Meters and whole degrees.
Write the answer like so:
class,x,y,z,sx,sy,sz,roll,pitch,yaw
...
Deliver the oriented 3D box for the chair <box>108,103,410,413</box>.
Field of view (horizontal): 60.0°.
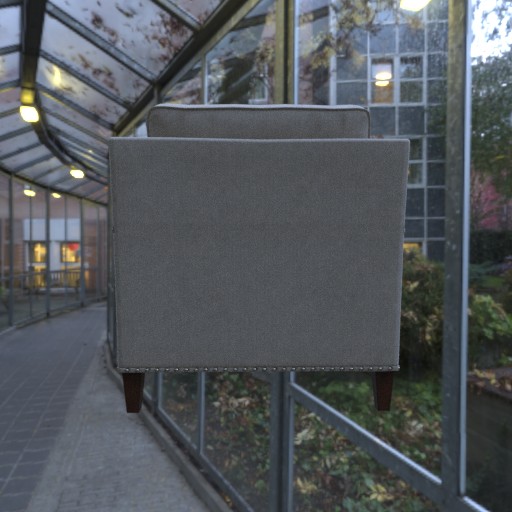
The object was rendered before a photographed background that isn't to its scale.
class,x,y,z,sx,sy,sz,roll,pitch,yaw
chair,0.000,0.000,1.733,0.853,0.943,1.014,0,0,-1
